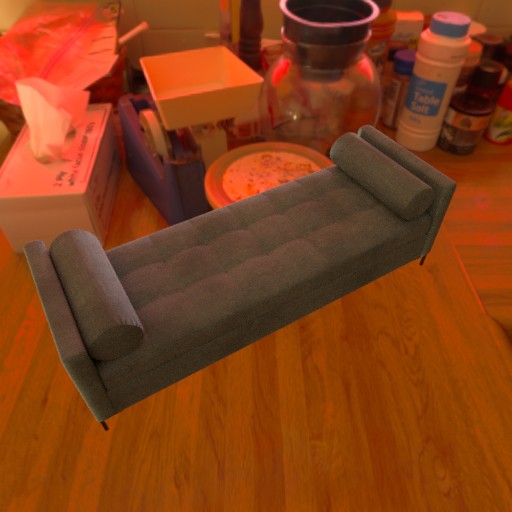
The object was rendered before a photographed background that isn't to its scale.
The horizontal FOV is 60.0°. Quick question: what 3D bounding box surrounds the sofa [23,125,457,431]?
[{"bbox_3d":[0.000,0.000,2.301,1.981,0.635,0.686,-23,51,-21],"label":"sofa"}]
